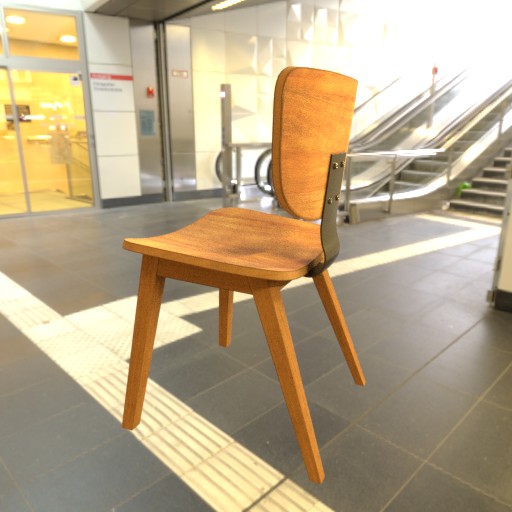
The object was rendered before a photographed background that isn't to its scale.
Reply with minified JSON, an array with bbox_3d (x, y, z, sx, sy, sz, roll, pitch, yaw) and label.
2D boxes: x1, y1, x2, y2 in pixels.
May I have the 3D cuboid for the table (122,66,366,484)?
[{"bbox_3d":[0.000,0.000,1.085,0.500,0.805,0.499,8,18,25],"label":"table"}]
